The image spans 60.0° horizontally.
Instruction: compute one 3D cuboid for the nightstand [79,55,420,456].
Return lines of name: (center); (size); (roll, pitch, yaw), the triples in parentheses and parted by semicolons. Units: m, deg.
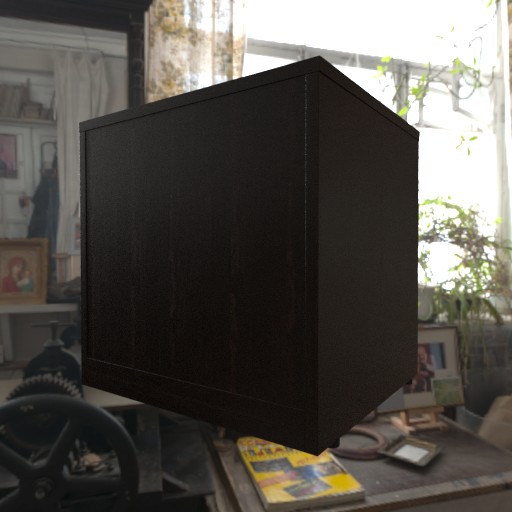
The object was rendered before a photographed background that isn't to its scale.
nightstand: (0.000, 0.000, 0.844); (0.489, 0.487, 0.427); (1, 1, 35)
